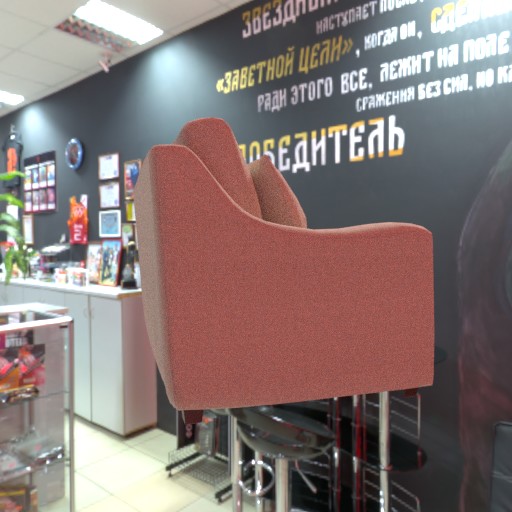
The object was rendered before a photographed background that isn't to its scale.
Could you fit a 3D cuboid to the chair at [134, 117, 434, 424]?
[{"bbox_3d":[0.000,0.000,1.975,1.009,1.016,1.178,-1,2,-18],"label":"chair"}]
